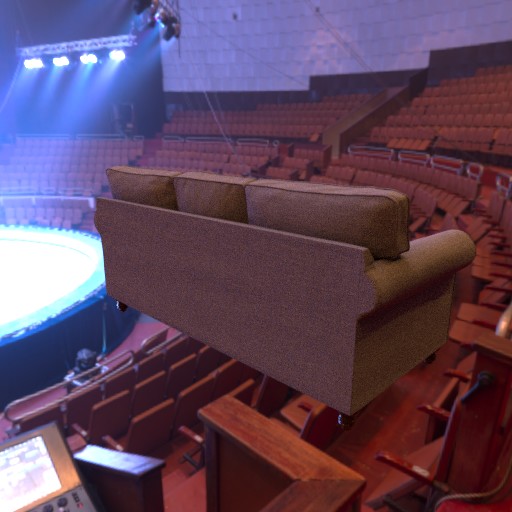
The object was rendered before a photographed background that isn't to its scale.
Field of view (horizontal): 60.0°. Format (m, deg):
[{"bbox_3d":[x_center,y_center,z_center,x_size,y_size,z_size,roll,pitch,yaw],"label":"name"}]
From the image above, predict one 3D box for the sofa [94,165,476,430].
[{"bbox_3d":[0.000,0.000,2.515,2.084,0.961,0.916,14,21,43],"label":"sofa"}]
